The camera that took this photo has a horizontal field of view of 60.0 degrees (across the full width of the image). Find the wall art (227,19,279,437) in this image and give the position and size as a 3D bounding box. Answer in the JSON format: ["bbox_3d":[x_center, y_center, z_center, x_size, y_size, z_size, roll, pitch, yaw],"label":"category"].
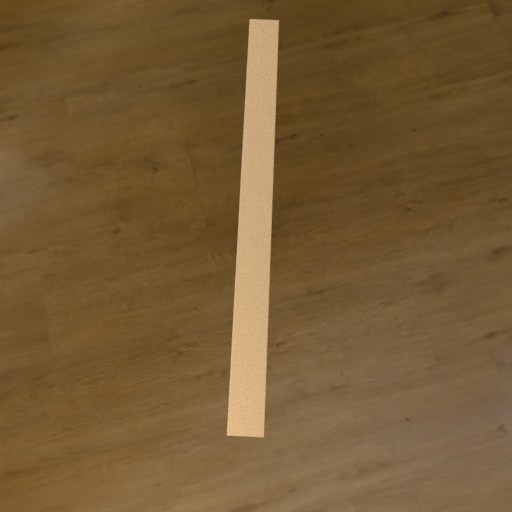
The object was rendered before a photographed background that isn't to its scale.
[{"bbox_3d":[0.000,0.000,0.761,0.038,0.508,0.507,2,76,1],"label":"wall art"}]
